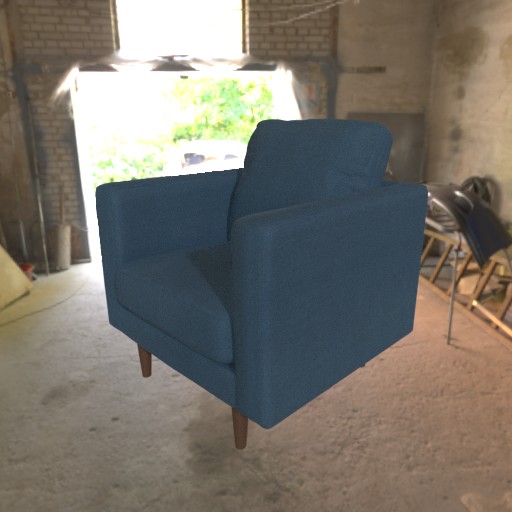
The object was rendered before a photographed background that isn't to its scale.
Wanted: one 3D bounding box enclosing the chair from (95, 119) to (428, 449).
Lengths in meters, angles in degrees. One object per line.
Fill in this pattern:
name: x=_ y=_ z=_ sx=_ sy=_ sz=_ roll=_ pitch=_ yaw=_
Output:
chair: x=0.000 y=0.000 z=1.563 sx=0.820 sy=0.922 sz=0.855 roll=-16 pitch=24 yaw=-42
